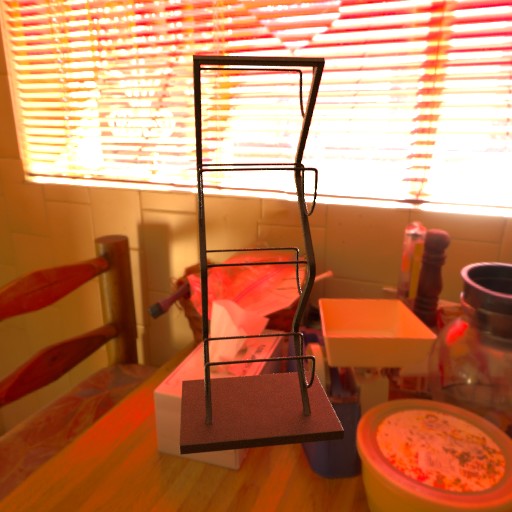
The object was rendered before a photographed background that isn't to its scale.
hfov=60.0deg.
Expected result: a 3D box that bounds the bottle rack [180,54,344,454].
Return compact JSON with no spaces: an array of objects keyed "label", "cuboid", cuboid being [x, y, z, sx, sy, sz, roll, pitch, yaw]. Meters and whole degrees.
[{"label":"bottle rack","cuboid":[0.000,0.000,0.685,0.254,0.559,0.178,-2,17,-7]}]
